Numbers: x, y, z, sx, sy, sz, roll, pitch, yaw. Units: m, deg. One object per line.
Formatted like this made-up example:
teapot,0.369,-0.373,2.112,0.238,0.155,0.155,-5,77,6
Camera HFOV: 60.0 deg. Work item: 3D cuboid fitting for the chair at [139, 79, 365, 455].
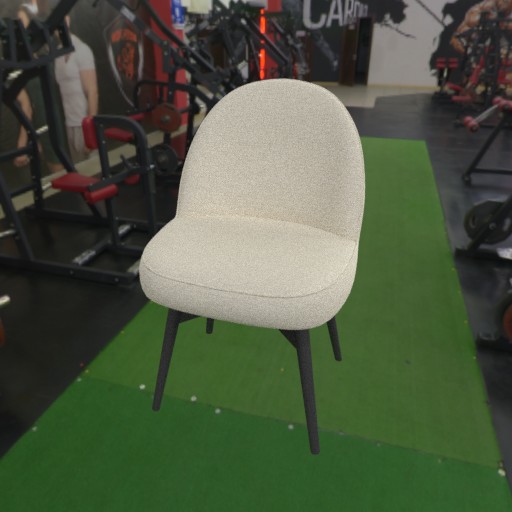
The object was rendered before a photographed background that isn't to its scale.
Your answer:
chair,0.000,0.000,1.183,0.532,0.838,0.540,9,28,16
